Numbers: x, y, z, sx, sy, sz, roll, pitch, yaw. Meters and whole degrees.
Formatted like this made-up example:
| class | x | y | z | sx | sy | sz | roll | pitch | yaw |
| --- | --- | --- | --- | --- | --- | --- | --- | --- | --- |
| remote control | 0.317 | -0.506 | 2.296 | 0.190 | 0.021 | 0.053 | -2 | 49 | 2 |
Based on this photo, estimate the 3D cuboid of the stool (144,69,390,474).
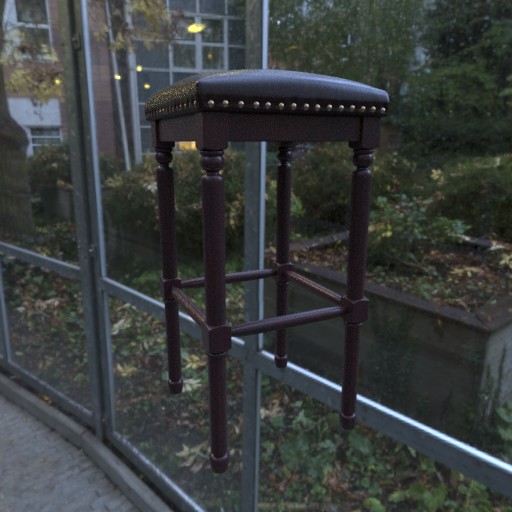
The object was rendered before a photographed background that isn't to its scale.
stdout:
| class | x | y | z | sx | sy | sz | roll | pitch | yaw |
| --- | --- | --- | --- | --- | --- | --- | --- | --- | --- |
| stool | 0.000 | 0.000 | 0.995 | 0.383 | 0.768 | 0.382 | -7 | 16 | -25 |
